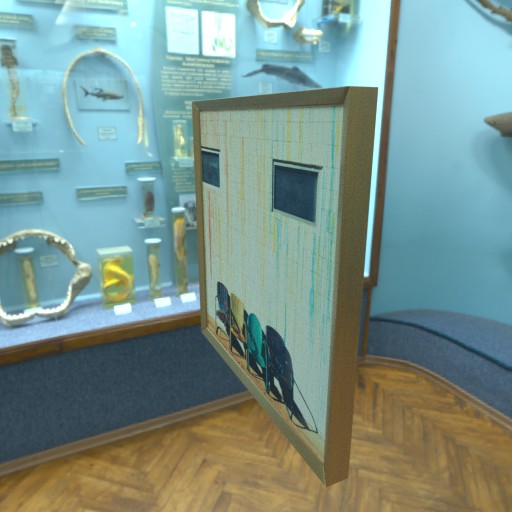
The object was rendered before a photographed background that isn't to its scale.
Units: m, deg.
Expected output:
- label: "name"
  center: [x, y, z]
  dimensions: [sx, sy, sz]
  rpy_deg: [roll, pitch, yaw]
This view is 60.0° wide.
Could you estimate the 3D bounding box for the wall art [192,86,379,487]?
- label: "wall art"
  center: [0.000, 0.000, 0.744]
  dimensions: [0.037, 0.505, 0.505]
  rpy_deg: [-8, 19, -25]
